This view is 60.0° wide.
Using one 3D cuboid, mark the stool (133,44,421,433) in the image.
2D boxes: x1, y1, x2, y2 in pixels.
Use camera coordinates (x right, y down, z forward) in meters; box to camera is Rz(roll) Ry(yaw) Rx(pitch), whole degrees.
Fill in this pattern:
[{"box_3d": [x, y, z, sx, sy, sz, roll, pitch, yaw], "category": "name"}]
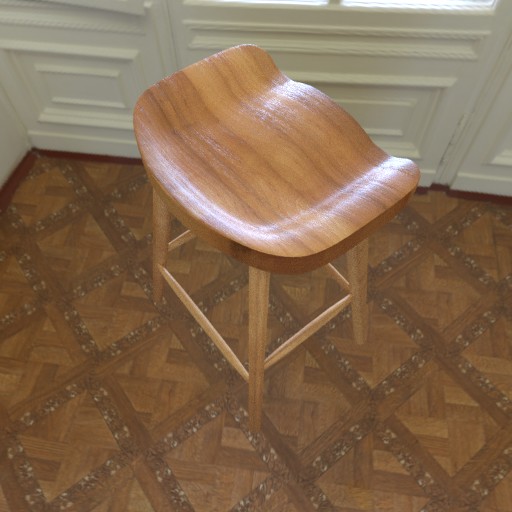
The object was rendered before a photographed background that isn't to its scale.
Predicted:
[{"box_3d": [0.000, 0.000, 0.884, 0.361, 0.615, 0.440, -34, 64, -19], "category": "stool"}]
